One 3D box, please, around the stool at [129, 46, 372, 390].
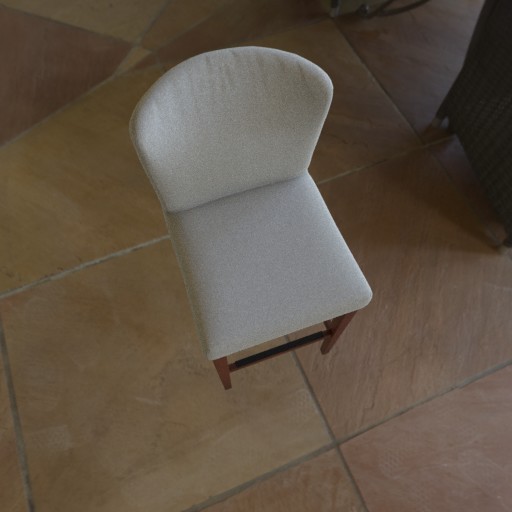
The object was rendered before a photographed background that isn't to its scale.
[{"bbox_3d":[0.000,0.000,1.369,0.479,1.069,0.568,-18,65,-9],"label":"stool"}]
